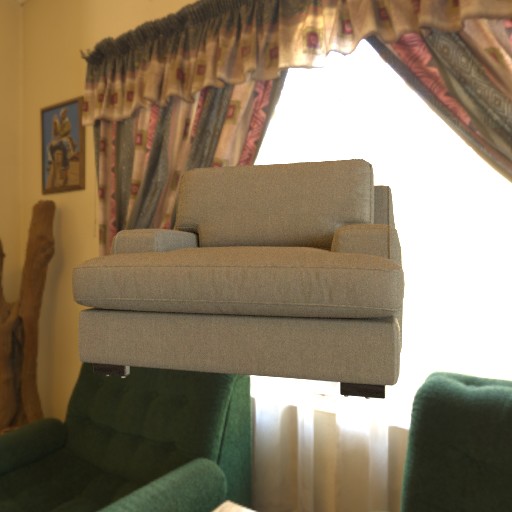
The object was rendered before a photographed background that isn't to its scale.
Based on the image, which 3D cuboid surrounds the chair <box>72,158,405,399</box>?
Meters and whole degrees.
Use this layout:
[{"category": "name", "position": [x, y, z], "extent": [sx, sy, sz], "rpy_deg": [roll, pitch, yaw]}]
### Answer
[{"category": "chair", "position": [0.000, 0.000, 2.029], "extent": [1.270, 0.974, 1.043], "rpy_deg": [0, 0, 16]}]
